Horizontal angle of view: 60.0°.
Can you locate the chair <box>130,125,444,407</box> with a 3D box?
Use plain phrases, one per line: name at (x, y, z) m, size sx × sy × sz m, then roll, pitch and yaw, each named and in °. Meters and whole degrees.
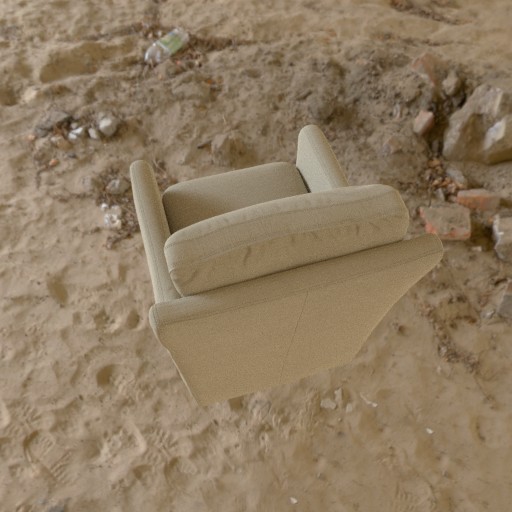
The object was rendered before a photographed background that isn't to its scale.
chair at (0.000, 0.000, 1.335) m, size 0.626 × 0.914 × 0.694 m, roll -14°, pitch 58°, yaw -9°
